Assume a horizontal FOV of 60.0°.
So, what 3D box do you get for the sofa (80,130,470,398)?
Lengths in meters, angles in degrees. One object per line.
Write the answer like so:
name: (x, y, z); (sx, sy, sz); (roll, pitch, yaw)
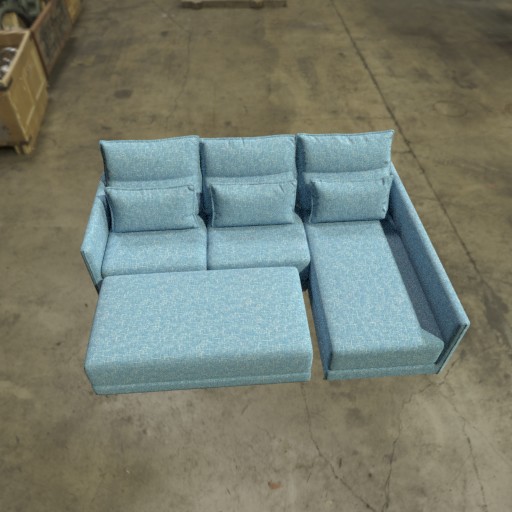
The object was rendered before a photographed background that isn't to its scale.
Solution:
sofa: (0.000, 0.000, 2.734); (2.034, 0.899, 1.420); (-3, 47, -3)
